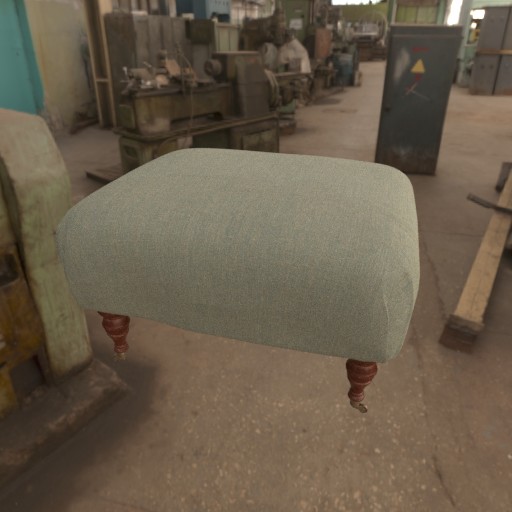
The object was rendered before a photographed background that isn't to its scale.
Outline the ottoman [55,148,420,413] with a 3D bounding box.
[{"bbox_3d":[0.000,0.000,1.127,0.747,0.450,0.622,8,28,14],"label":"ottoman"}]
